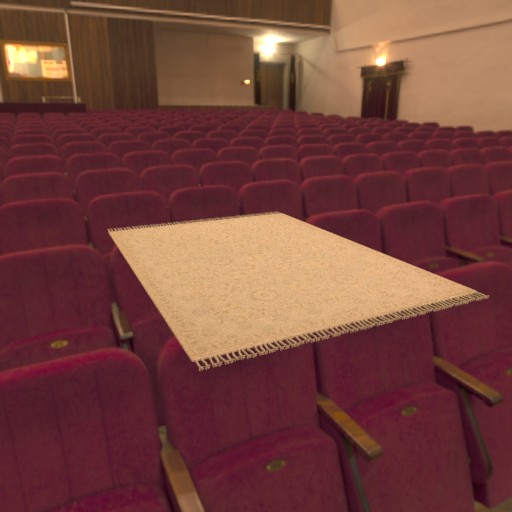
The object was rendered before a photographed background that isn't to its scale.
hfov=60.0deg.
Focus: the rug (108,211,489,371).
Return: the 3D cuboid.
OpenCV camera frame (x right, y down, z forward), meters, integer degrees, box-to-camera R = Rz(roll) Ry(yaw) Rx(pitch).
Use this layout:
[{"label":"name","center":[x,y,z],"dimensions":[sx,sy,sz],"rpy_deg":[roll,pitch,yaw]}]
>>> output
[{"label":"rug","center":[0.000,0.000,2.280],"dimensions":[1.223,0.015,1.771],"rpy_deg":[-8,20,-24]}]
